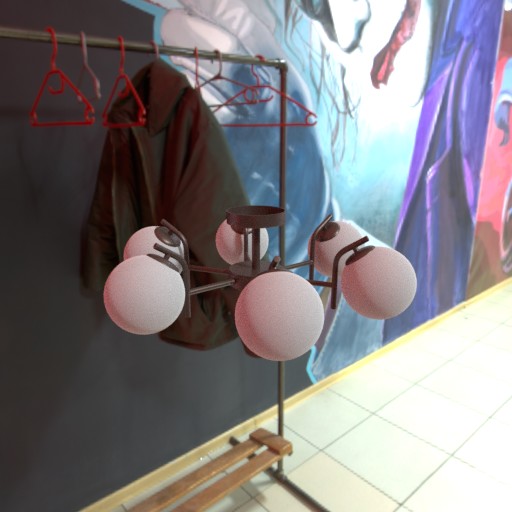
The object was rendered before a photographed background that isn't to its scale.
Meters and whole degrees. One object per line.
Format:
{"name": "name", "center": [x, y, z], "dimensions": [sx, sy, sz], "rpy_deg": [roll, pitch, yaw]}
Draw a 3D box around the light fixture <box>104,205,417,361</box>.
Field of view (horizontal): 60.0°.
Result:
{"name": "light fixture", "center": [0.000, 0.000, 0.960], "dimensions": [0.662, 0.201, 0.662], "rpy_deg": [0, 16, 0]}
